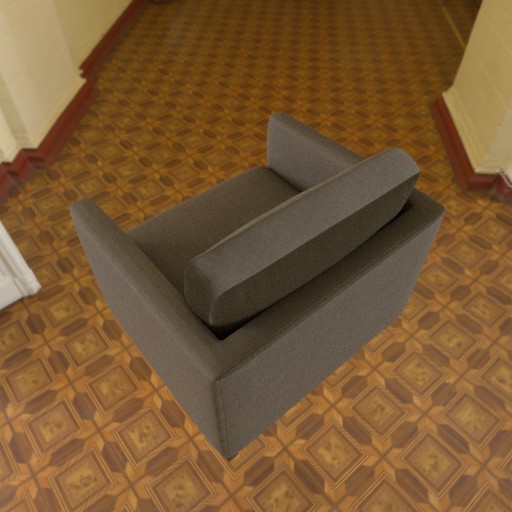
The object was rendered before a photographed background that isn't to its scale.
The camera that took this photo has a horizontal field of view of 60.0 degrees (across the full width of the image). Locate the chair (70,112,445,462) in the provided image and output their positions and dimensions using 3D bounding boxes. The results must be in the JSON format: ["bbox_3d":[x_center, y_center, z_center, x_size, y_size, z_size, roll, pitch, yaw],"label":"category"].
[{"bbox_3d":[0.000,0.000,1.837,1.107,0.963,0.959,-32,55,-26],"label":"chair"}]
